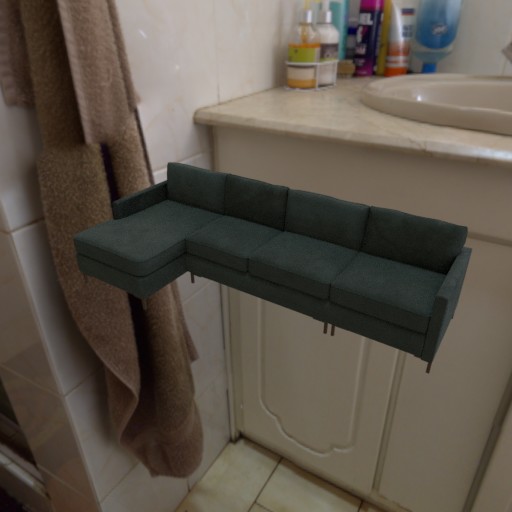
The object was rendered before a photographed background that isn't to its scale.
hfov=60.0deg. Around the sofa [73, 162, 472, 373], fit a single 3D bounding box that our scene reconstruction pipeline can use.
[{"bbox_3d":[0.000,0.000,4.105,3.400,0.967,1.500,18,34,29],"label":"sofa"}]
